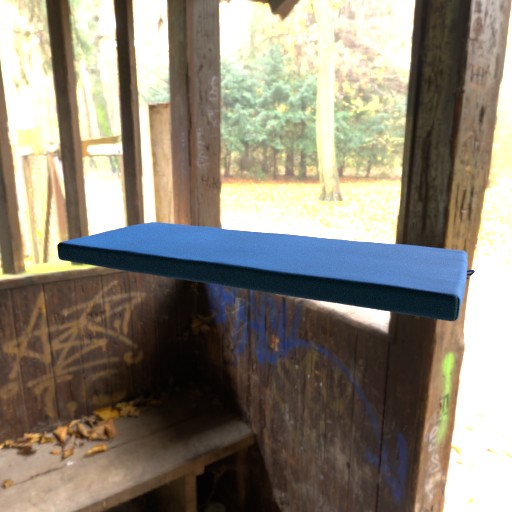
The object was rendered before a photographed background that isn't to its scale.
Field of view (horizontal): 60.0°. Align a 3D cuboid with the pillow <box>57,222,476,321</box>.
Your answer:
[{"bbox_3d":[0.000,0.000,1.333,1.187,0.081,0.492,7,15,26],"label":"pillow"}]
